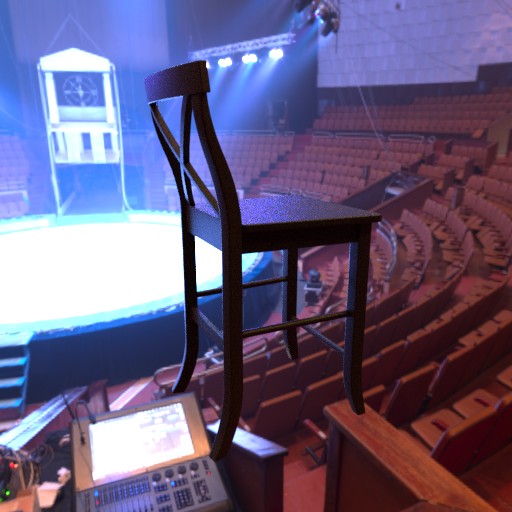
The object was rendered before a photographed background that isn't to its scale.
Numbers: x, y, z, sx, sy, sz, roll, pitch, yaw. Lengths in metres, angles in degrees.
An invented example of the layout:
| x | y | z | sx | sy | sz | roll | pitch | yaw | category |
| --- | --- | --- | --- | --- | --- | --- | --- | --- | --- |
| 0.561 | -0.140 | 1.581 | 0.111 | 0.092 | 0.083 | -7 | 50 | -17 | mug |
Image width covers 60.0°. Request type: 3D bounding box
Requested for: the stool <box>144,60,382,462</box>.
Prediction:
| x | y | z | sx | sy | sz | roll | pitch | yaw | category |
| --- | --- | --- | --- | --- | --- | --- | --- | --- | --- |
| 0.000 | 0.000 | 1.315 | 0.559 | 0.989 | 0.452 | -8 | 17 | -26 | stool |
